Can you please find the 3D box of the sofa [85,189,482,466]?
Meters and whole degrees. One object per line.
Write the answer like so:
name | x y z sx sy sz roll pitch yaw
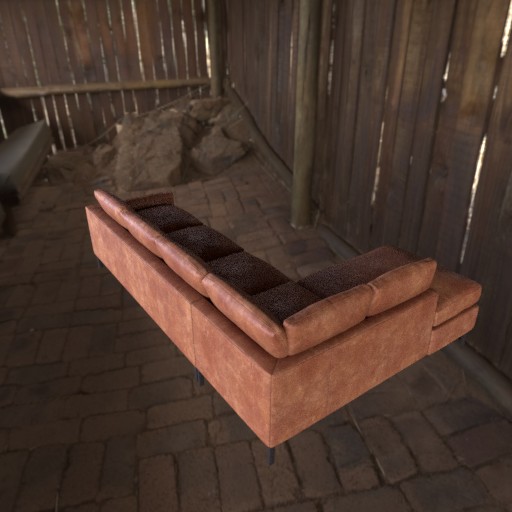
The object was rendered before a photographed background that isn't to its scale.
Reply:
sofa | 0.000 0.000 3.798 1.938 0.877 2.984 -18 32 -31
